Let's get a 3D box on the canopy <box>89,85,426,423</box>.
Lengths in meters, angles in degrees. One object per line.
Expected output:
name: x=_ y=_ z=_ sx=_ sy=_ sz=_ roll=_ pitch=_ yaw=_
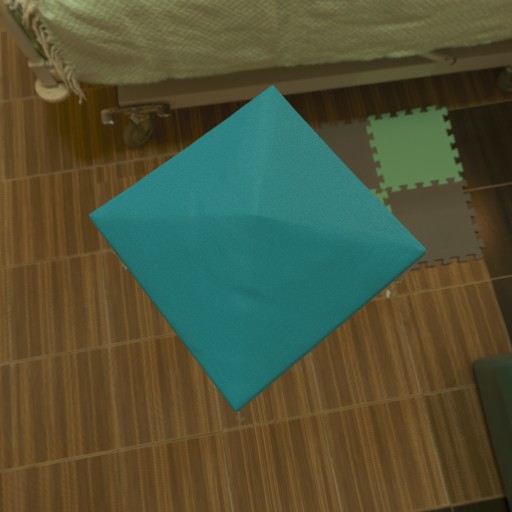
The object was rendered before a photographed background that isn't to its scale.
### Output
canopy: x=0.000 y=0.000 z=6.556 sx=3.599 sy=3.600 sz=3.600 roll=-38 pitch=79 yaw=-9
